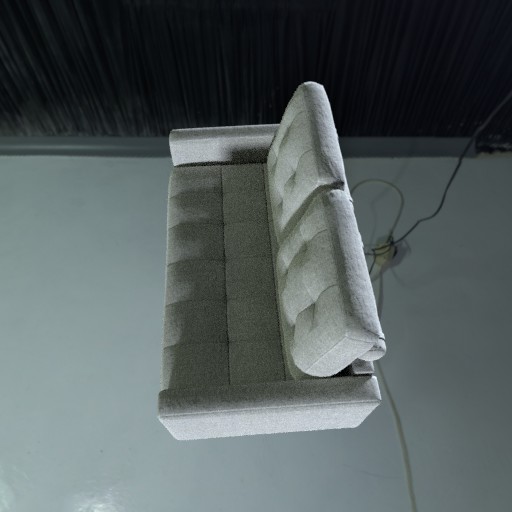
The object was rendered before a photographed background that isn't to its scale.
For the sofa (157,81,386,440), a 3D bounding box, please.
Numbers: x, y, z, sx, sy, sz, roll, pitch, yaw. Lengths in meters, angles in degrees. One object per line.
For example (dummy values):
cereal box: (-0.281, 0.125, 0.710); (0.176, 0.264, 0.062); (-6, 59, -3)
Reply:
sofa: (0.000, 0.000, 1.980); (0.842, 0.907, 1.407); (-3, 59, -2)
